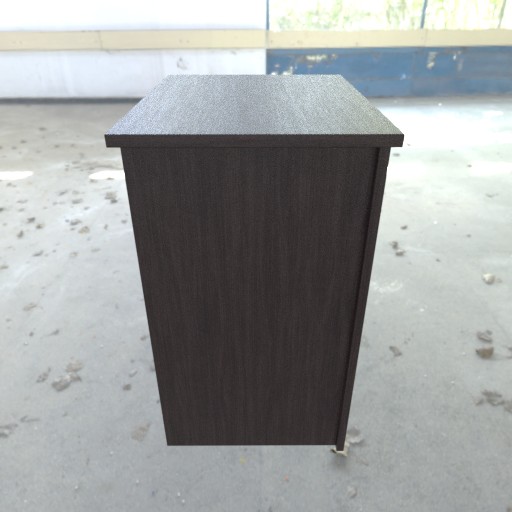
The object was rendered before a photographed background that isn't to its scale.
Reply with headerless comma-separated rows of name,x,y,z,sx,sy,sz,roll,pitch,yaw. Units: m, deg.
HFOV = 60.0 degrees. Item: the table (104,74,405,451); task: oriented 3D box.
table,0.000,0.000,0.921,0.381,0.635,0.480,0,31,0
